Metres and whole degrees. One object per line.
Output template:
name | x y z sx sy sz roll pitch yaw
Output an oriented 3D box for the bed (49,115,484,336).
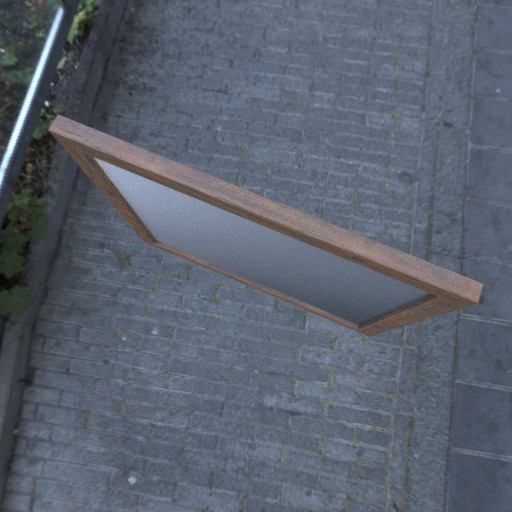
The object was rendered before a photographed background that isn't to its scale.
bed | 0.000 0.000 1.453 1.046 0.942 0.046 22 77 6
